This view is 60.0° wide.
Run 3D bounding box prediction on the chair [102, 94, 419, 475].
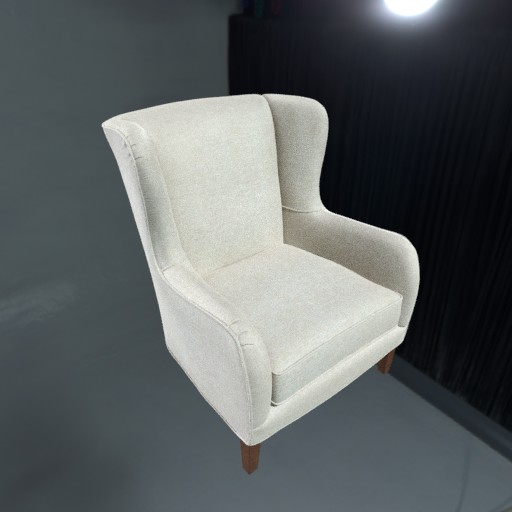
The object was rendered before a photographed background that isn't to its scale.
[{"bbox_3d":[0.000,0.000,1.711,0.838,1.040,0.966,-22,37,-33],"label":"chair"}]
